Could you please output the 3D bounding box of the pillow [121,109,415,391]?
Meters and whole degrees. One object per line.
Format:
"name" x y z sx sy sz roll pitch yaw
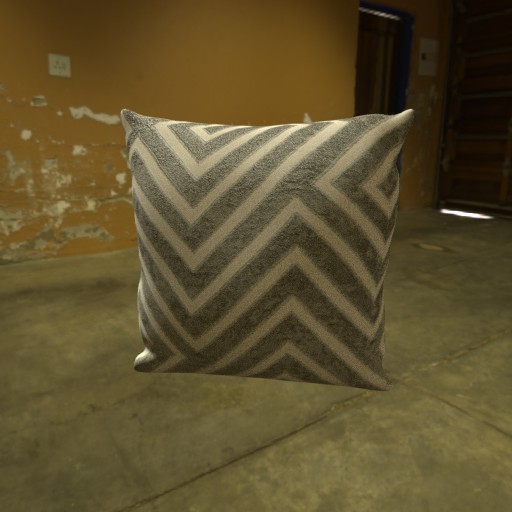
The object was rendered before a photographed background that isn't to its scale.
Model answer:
"pillow" 0.000 0.000 0.687 0.440 0.441 0.182 2 14 10
